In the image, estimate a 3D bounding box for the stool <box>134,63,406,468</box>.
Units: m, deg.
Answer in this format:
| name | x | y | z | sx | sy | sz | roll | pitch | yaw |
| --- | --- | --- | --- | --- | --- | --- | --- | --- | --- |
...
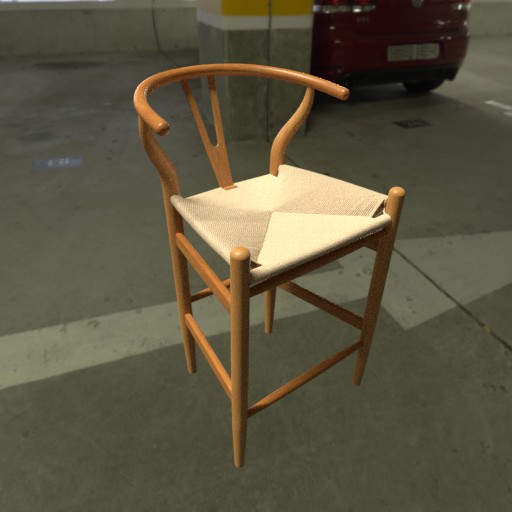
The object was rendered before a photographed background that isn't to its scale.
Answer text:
| name | x | y | z | sx | sy | sz | roll | pitch | yaw |
| --- | --- | --- | --- | --- | --- | --- | --- | --- | --- |
| stool | 0.000 | 0.000 | 1.300 | 0.569 | 0.970 | 0.579 | -22 | 38 | -31 |
